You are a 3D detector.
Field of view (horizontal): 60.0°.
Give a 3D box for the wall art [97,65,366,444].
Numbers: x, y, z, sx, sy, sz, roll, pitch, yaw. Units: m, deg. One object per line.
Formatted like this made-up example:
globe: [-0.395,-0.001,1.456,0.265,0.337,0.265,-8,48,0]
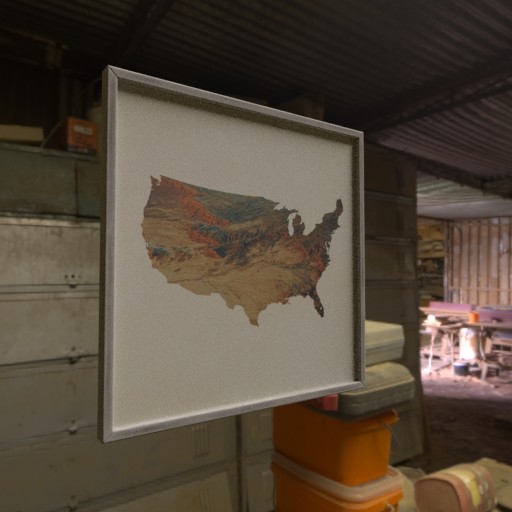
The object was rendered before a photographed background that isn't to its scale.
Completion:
wall art: [0.000,0.000,0.445,0.303,0.303,0.015,2,-3,-35]
